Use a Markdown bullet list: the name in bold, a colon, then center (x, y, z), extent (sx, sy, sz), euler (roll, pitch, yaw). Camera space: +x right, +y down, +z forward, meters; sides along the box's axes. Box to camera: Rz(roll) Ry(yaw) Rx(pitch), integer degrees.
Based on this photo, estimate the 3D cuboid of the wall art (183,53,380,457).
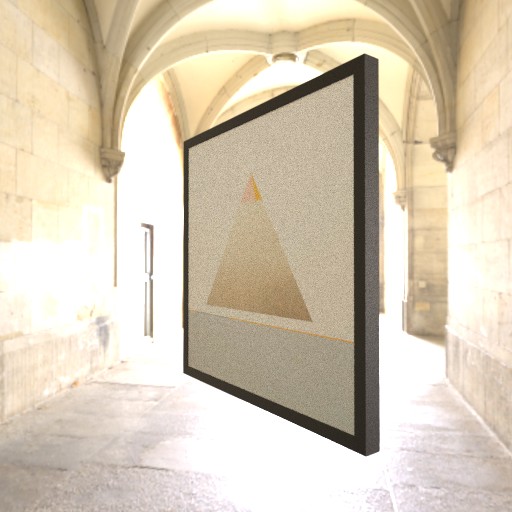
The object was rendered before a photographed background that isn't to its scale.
- **wall art**: center (0.000, 0.000, 1.165), extent (0.042, 0.766, 0.769), euler (0, -1, -36)
